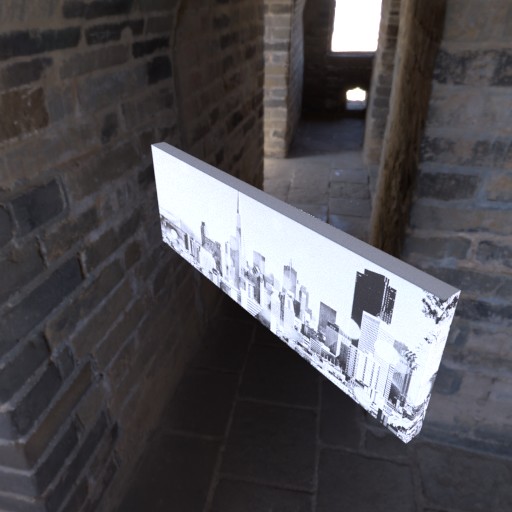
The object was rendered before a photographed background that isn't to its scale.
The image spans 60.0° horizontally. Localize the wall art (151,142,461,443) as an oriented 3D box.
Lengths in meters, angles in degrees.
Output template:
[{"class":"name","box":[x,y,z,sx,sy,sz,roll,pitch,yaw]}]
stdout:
[{"class":"wall art","box":[0.000,0.000,0.848,0.036,0.256,0.766,-21,37,-31]}]
